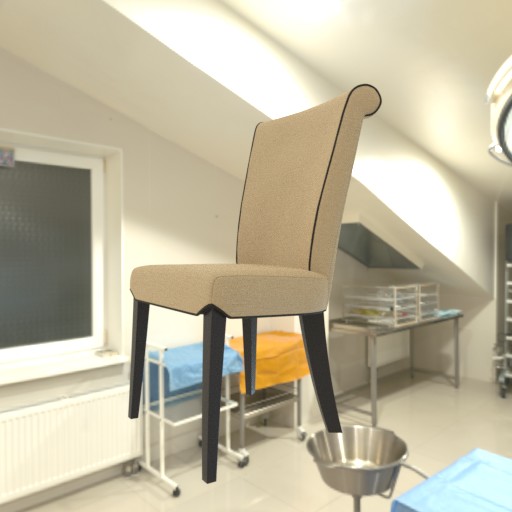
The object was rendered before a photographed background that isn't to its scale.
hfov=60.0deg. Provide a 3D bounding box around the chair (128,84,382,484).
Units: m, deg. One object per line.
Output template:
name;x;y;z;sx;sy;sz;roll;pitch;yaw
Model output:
chair;0.000;0.000;1.346;0.623;0.997;0.522;-1;1;-36
